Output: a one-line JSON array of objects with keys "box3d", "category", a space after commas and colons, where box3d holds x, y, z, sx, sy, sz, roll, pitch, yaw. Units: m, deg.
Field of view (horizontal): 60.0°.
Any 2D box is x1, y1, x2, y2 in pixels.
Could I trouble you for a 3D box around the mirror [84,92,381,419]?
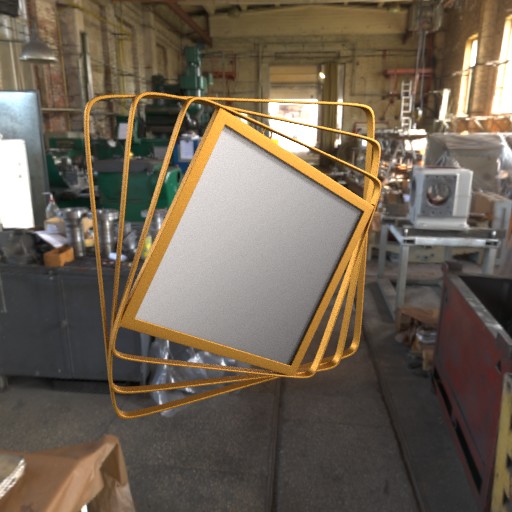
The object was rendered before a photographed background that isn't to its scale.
[{"box3d": [0.000, 0.000, 0.691, 0.470, 0.468, 0.045, -8, 17, -27], "category": "mirror"}]
